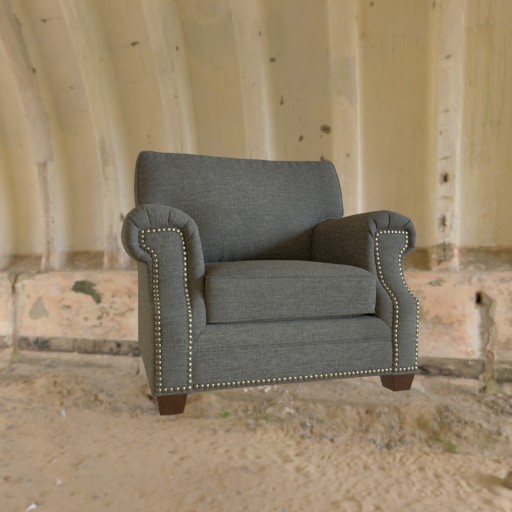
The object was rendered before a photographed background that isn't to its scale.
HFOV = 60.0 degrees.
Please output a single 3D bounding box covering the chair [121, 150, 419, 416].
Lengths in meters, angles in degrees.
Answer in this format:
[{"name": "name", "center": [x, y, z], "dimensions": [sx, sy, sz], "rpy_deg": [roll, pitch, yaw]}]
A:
[{"name": "chair", "center": [0.000, 0.000, 1.875], "dimensions": [1.092, 0.961, 0.965], "rpy_deg": [0, -1, -17]}]
